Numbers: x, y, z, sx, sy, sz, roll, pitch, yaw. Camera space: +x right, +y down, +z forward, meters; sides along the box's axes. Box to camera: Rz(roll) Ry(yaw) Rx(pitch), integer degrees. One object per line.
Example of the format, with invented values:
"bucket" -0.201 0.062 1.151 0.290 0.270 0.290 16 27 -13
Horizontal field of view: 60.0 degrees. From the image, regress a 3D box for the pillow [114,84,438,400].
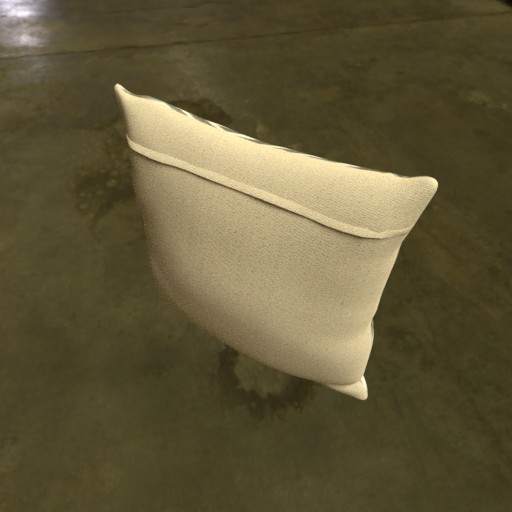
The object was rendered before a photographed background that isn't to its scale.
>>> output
"pillow" 0.000 0.000 0.664 0.440 0.441 0.182 24 51 21
